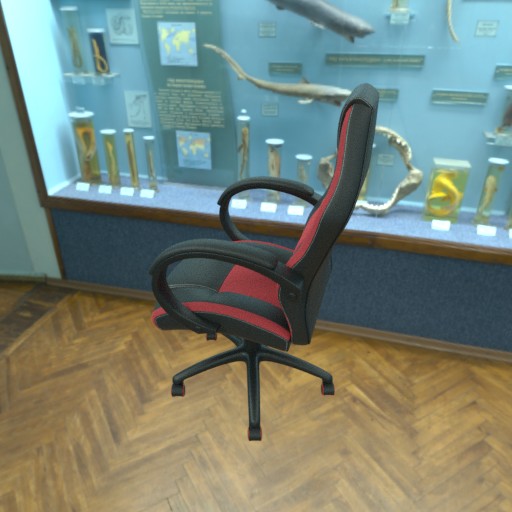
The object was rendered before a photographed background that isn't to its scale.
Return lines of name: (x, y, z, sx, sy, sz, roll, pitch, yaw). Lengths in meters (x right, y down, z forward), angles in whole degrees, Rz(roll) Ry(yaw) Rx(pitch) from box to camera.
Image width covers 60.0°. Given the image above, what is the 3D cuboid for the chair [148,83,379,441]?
chair: (0.000, 0.000, 1.618, 0.724, 1.187, 0.673, 8, 30, 15)
